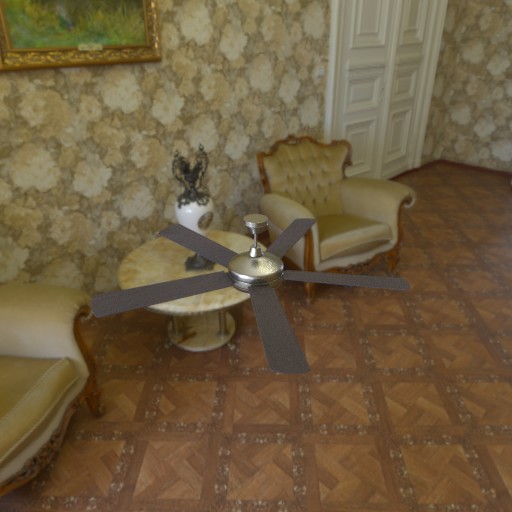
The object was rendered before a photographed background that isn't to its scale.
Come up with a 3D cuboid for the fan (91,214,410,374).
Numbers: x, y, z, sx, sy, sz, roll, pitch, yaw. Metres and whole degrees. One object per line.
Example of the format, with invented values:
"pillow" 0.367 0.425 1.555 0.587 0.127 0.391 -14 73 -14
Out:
"fan" 0.000 0.000 1.958 1.321 0.356 1.321 0 27 0
